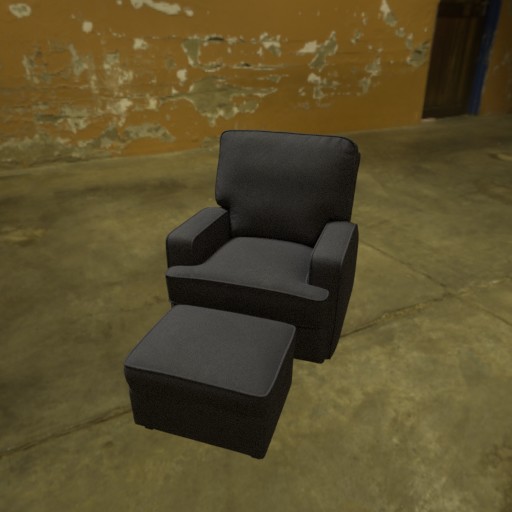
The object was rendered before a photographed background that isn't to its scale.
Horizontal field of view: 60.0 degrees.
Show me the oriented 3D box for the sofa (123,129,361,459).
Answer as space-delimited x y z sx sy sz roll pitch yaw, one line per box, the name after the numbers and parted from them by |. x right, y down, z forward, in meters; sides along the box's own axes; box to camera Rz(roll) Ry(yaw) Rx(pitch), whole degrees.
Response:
0.000 0.000 2.077 0.861 0.959 1.472 8 27 16 | sofa
